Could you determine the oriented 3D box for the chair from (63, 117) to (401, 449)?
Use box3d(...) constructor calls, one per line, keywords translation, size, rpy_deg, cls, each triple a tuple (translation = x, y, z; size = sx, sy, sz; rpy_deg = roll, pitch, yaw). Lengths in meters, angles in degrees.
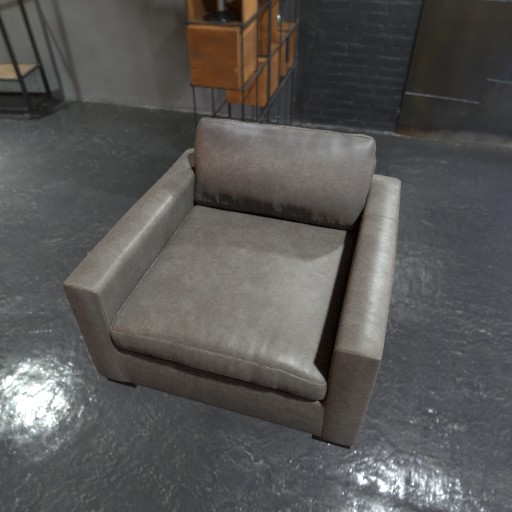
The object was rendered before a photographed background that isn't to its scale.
box3d(translation=(0.000, 0.000, 1.850), size=(1.106, 0.807, 1.080), rpy_deg=(11, 41, 13), cls="chair")
